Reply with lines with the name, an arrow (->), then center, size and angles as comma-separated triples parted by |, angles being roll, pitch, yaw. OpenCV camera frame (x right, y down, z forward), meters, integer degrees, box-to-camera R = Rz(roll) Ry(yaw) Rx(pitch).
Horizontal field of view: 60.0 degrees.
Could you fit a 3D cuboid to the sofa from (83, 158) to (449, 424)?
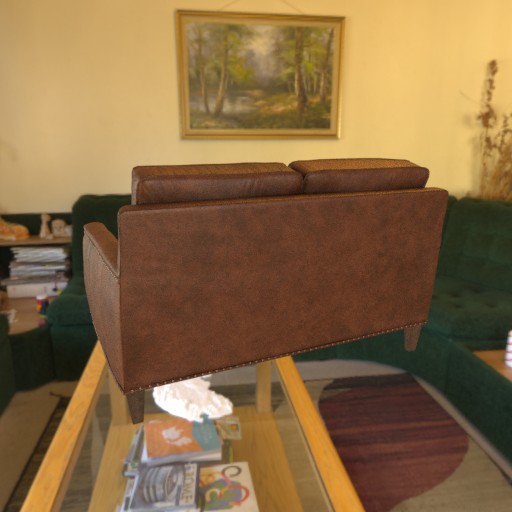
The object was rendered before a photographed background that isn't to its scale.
sofa -> 0.000, 0.000, 2.299 | 1.628, 1.003, 1.083 | -7, 16, -25
